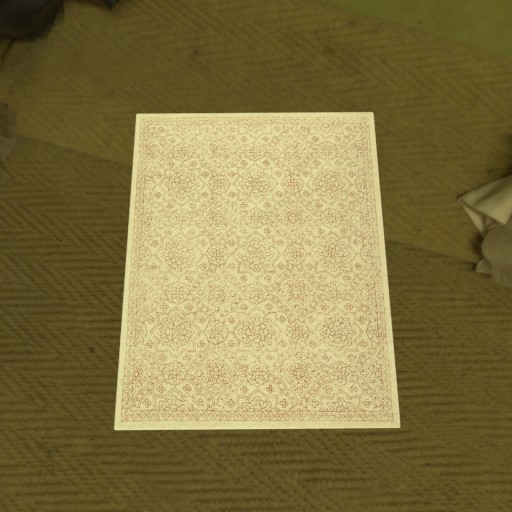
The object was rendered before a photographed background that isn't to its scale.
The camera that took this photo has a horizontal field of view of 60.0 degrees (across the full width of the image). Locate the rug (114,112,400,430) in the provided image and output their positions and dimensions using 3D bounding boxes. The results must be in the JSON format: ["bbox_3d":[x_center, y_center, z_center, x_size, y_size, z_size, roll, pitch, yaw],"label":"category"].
[{"bbox_3d":[0.000,0.000,4.173,2.441,0.015,3.050,0,75,0],"label":"rug"}]
